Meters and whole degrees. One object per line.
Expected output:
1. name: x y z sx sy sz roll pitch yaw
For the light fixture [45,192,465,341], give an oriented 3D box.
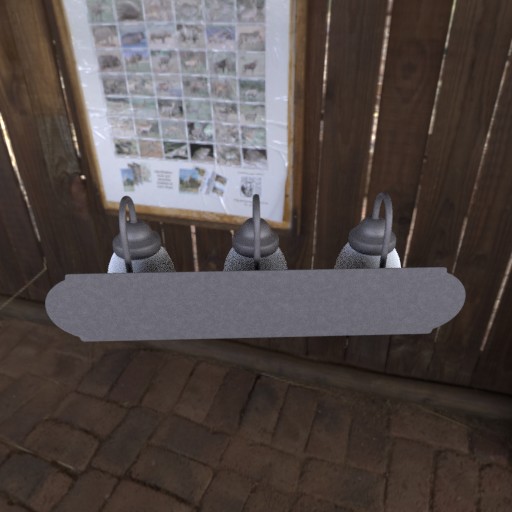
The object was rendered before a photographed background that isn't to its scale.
1. light fixture: 0.000 0.000 0.719 0.610 0.222 0.199 -1 30 -2
